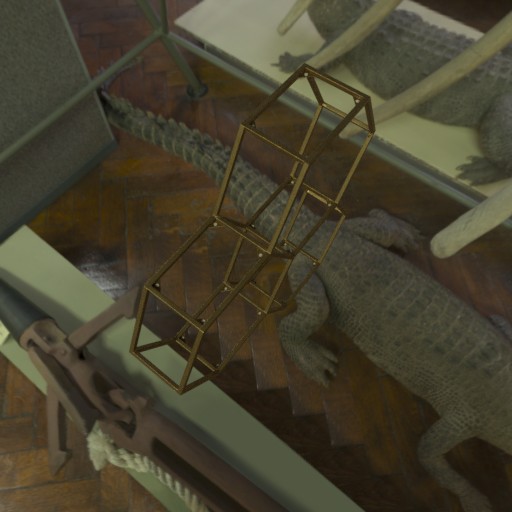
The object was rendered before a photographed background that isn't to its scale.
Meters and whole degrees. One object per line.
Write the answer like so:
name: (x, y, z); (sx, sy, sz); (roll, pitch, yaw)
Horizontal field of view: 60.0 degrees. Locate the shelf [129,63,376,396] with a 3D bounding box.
shelf: (0.000, 0.000, 1.068); (0.150, 0.701, 0.708); (34, 68, 16)
